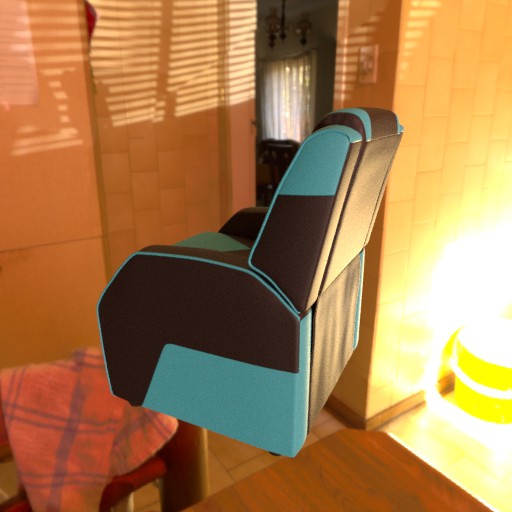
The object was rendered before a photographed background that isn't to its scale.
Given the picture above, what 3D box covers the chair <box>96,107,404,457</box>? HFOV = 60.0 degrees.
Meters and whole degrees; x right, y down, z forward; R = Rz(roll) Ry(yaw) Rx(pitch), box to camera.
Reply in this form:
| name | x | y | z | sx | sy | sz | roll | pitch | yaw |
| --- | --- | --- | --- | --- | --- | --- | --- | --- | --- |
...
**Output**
| name | x | y | z | sx | sy | sz | roll | pitch | yaw |
| --- | --- | --- | --- | --- | --- | --- | --- | --- | --- |
| chair | 0.000 | 0.000 | 1.272 | 0.672 | 0.805 | 0.620 | 8 | 20 | 25 |
